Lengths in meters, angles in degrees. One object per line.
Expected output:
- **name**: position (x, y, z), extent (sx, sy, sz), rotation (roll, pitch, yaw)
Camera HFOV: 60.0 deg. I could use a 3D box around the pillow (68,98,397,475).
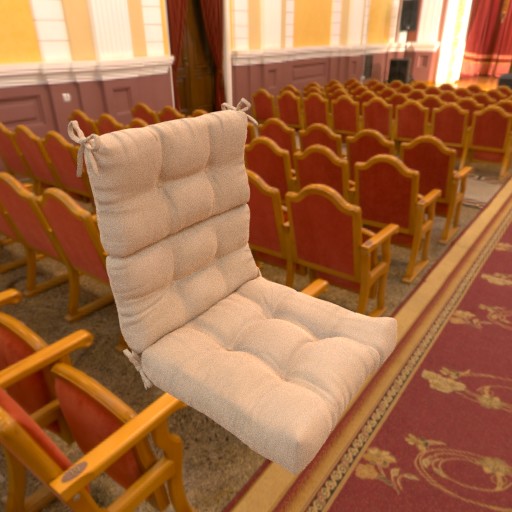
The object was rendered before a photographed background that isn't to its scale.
- **pillow**: position (0.000, 0.000, 1.001), extent (0.571, 0.605, 0.519), rotation (19, 33, 33)
